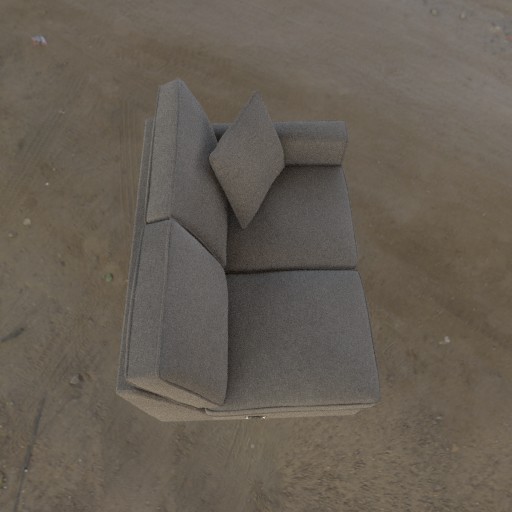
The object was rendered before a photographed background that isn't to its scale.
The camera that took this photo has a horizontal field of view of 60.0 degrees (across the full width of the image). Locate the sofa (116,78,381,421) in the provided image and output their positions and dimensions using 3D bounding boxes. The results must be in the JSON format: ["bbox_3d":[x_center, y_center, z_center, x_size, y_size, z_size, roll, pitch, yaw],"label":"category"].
[{"bbox_3d":[0.000,0.000,2.075,0.991,0.989,1.388,-2,63,-1],"label":"sofa"}]
